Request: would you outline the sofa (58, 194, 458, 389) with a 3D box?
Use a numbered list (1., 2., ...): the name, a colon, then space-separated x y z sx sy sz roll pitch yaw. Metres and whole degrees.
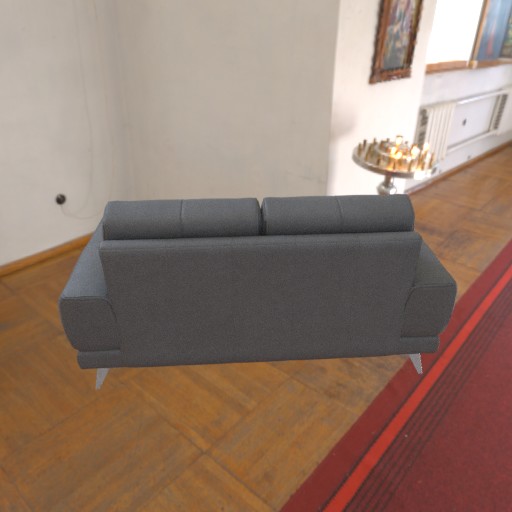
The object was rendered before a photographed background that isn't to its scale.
1. sofa: 0.000 0.000 2.395 1.806 0.907 1.018 -2 29 -3
